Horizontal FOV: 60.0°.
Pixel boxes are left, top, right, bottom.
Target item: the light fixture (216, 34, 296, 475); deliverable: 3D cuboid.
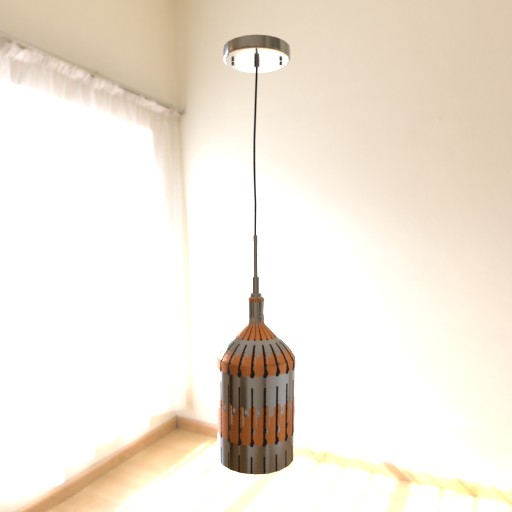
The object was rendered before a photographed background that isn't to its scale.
[{"bbox_3d":[0.000,0.000,1.682,0.303,1.535,0.303,0,2,0],"label":"light fixture"}]
